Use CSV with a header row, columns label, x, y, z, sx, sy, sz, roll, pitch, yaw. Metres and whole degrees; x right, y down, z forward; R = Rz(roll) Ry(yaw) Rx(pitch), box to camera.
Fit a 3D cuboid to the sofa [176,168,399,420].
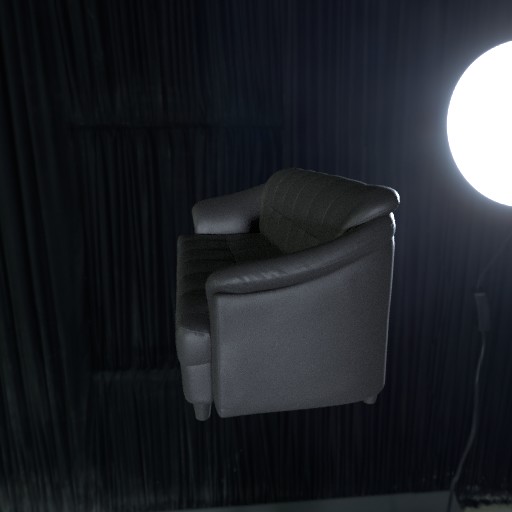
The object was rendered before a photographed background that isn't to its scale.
label,x,y,z,sx,sy,sz,roll,pitch,yaw
sofa,0.000,0.000,2.250,0.800,0.811,1.829,-2,14,-9
